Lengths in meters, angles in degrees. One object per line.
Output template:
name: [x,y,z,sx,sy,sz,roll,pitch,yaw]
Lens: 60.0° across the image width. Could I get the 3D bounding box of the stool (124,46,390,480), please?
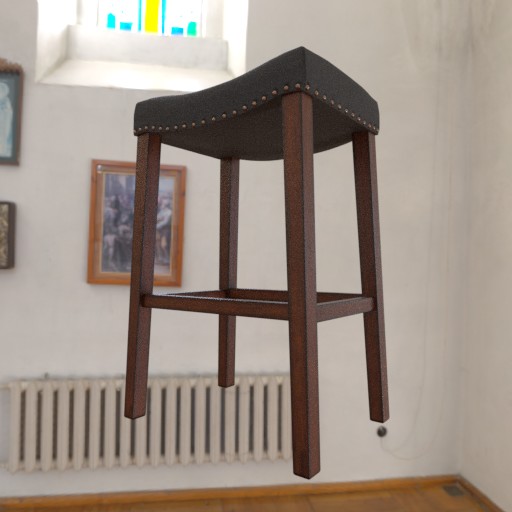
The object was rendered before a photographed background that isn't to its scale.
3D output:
stool: [0.000,0.000,1.042,0.502,0.760,0.366,-1,-1,37]
